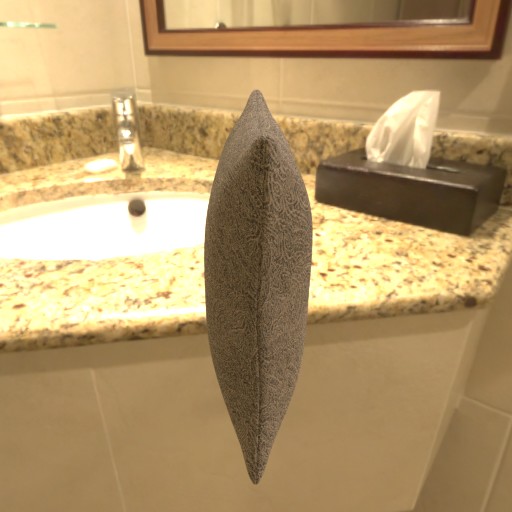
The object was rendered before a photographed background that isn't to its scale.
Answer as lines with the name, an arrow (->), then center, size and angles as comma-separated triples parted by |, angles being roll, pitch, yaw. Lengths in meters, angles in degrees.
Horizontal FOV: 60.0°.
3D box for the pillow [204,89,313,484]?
pillow -> 0.000, 0.000, 0.782 | 0.166, 0.510, 0.523 | 0, 26, -1
